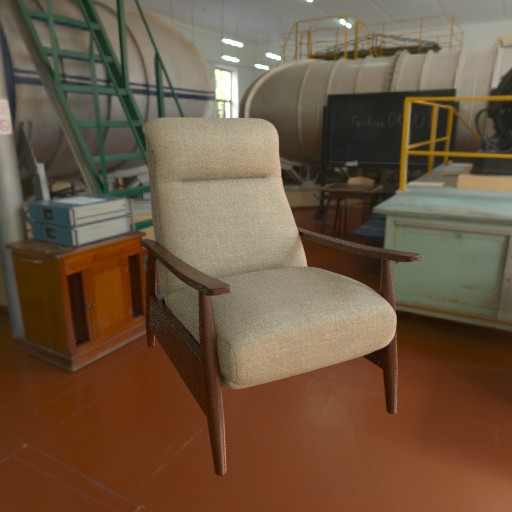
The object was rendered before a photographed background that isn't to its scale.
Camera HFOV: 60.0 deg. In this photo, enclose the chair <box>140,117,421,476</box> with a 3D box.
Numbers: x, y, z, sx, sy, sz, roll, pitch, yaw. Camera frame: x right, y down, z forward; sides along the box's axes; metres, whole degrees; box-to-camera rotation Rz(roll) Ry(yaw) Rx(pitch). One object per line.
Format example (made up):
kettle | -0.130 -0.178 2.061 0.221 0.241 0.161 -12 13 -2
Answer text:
chair | 0.000 0.000 1.791 0.762 1.082 1.014 -8 18 -25
